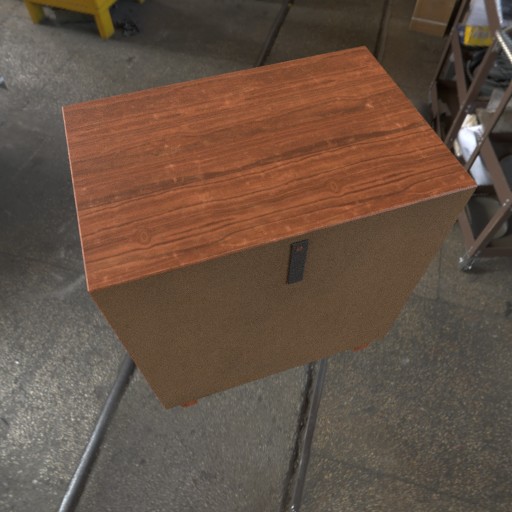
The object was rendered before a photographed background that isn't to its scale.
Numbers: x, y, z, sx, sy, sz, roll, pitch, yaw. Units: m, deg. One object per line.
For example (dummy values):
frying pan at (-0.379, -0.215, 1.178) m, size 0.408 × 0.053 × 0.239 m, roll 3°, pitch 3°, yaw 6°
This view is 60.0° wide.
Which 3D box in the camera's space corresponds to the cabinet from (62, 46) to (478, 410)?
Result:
cabinet at (0.000, 0.000, 1.040) m, size 0.607 × 0.695 × 0.410 m, roll -16°, pitch 58°, yaw -10°
